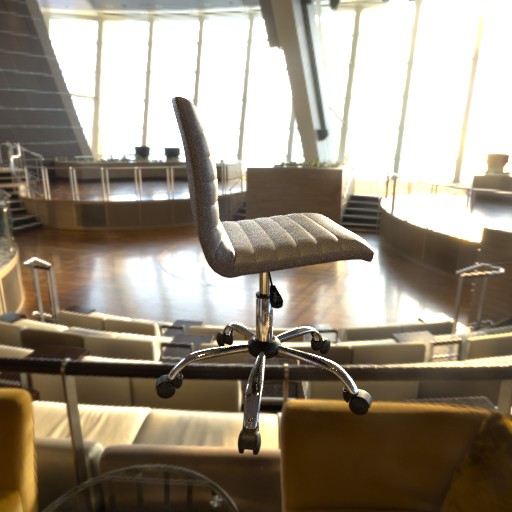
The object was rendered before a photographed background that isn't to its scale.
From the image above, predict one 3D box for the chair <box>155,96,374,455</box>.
[{"bbox_3d":[0.000,0.000,1.127,0.542,0.750,0.569,-3,16,-9],"label":"chair"}]
